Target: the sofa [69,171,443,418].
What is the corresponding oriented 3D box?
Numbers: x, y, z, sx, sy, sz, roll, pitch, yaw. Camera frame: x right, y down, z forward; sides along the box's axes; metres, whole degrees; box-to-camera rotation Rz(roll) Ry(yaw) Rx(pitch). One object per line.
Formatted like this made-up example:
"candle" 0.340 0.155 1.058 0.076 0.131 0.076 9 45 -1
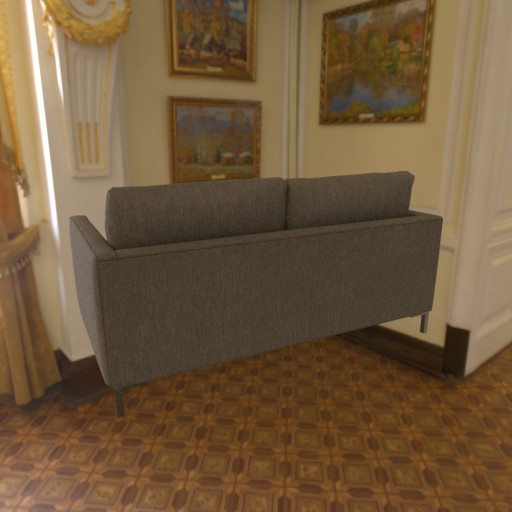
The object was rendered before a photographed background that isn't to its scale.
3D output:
"sofa" 0.000 0.000 2.250 1.682 0.840 0.875 -8 17 -26
